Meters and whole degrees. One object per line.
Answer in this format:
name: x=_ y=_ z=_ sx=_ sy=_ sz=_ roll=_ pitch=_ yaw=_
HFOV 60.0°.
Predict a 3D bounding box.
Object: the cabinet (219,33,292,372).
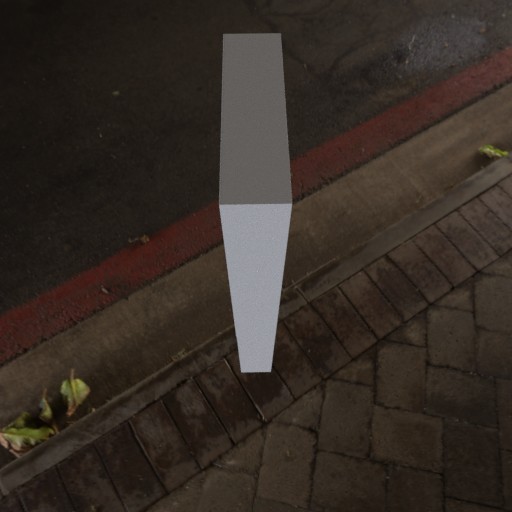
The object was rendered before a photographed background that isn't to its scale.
cabinet: x=0.000 y=0.000 z=2.020 sx=0.192 sy=1.770 sz=0.643 roll=-1 pitch=62 yaw=0
